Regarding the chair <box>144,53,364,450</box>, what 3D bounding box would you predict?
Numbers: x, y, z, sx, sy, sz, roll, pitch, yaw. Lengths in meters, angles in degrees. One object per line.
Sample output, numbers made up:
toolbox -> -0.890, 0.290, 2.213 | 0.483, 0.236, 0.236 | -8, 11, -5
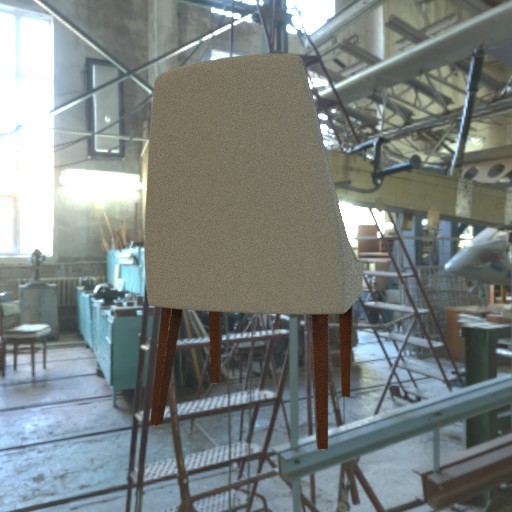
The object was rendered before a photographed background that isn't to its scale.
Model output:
chair -> 0.000, 0.000, 1.204 | 0.529, 0.861, 0.544 | 0, 0, 19
